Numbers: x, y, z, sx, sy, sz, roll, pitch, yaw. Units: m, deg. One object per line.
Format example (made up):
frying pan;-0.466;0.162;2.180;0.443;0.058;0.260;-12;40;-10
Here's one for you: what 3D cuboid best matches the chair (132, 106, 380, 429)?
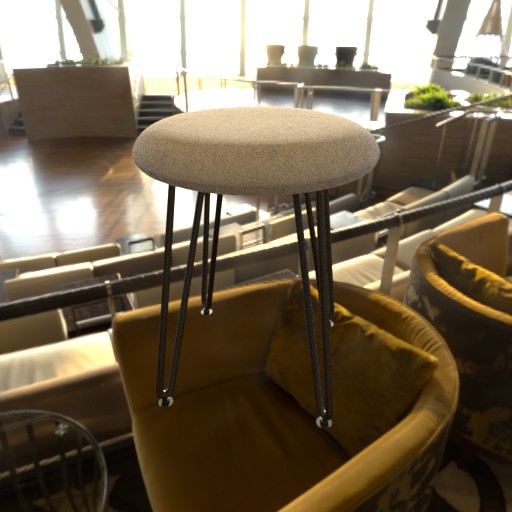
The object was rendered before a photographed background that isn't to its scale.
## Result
chair;0.000;0.000;0.643;0.350;0.386;0.350;-19;33;-31
